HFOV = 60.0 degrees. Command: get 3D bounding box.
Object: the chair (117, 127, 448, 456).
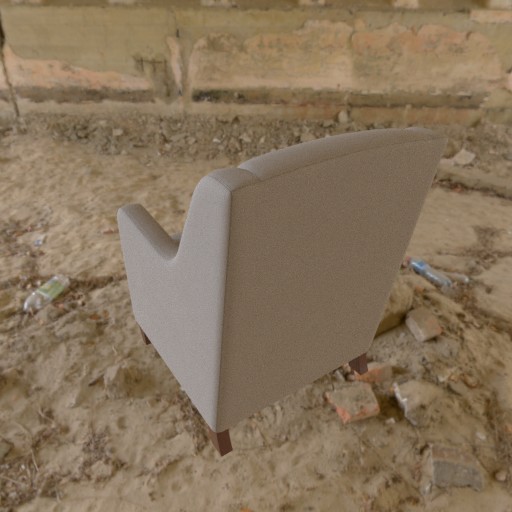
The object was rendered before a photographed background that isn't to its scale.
[{"bbox_3d":[0.000,0.000,1.580,0.715,1.010,0.863,-19,35,-29],"label":"chair"}]
